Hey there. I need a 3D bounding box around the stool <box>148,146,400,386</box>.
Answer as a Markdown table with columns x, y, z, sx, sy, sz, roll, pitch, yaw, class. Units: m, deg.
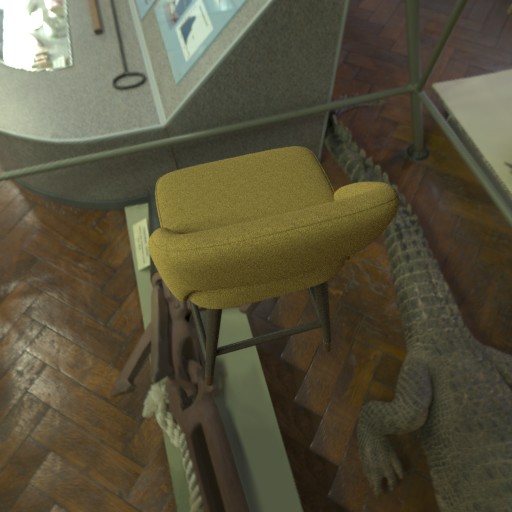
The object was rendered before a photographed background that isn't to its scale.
| x | y | z | sx | sy | sz | roll | pitch | yaw | class |
| --- | --- | --- | --- | --- | --- | --- | --- | --- | --- |
| 0.000 | 0.000 | 1.257 | 0.536 | 0.939 | 0.522 | -14 | 59 | -8 | stool |
